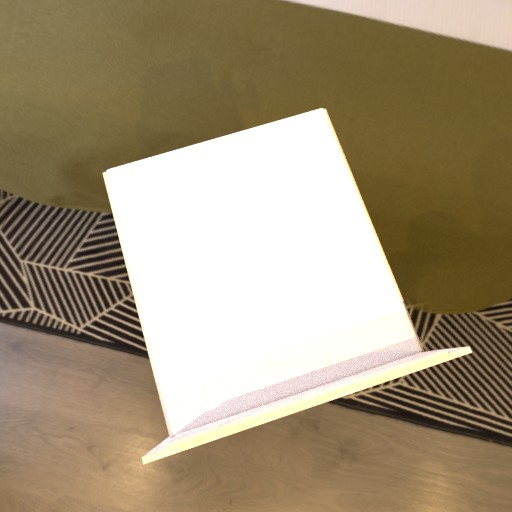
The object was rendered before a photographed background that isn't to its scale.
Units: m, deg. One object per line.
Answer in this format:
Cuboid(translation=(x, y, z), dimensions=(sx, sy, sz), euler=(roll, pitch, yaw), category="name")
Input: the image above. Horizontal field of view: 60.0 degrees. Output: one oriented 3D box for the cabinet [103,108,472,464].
Cuboid(translation=(0.000, 0.000, 3.180), dimensions=(1.950, 0.970, 2.080), euler=(-17, 76, -4), category="cabinet")
